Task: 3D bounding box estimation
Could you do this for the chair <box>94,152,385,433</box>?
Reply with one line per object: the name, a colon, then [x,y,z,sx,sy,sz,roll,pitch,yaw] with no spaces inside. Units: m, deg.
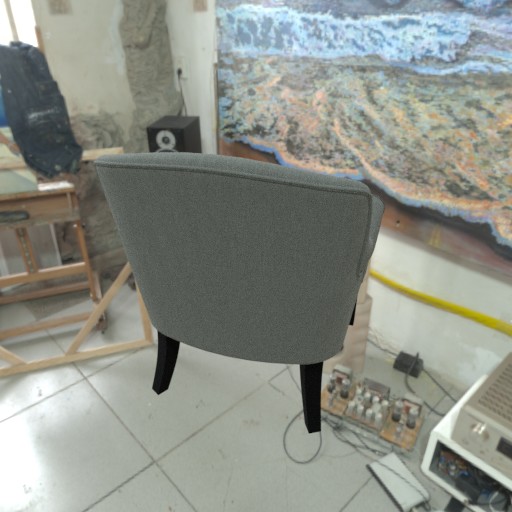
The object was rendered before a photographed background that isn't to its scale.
chair: [0.000,0.000,1.473,0.772,0.880,0.755,9,31,15]
